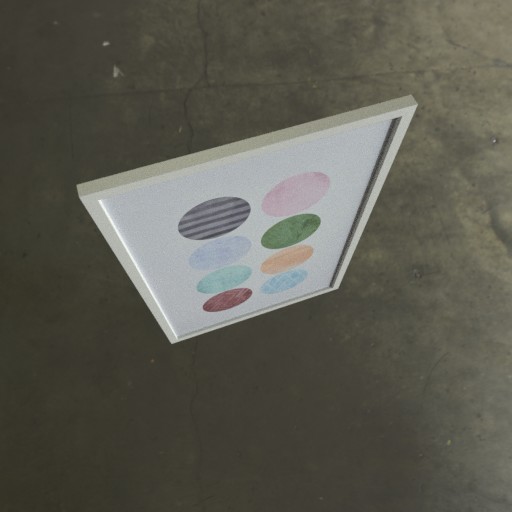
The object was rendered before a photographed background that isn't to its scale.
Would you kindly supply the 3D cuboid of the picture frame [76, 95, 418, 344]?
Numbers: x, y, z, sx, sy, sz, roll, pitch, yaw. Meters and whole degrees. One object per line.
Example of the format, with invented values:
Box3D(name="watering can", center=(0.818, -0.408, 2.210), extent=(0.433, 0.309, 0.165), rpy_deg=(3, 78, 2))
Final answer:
Box3D(name="picture frame", center=(0.000, 0.000, 0.574), extent=(0.305, 0.434, 0.013), rpy_deg=(-17, 65, -8))
